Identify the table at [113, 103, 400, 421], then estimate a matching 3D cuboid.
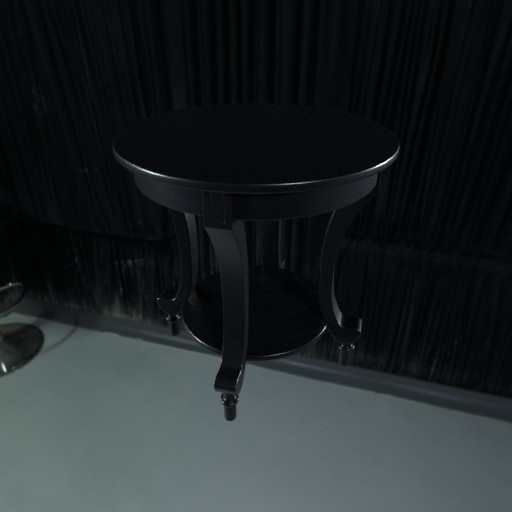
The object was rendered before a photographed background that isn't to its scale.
[{"bbox_3d":[0.000,0.000,1.112,0.597,0.618,0.597,0,31,0],"label":"table"}]
